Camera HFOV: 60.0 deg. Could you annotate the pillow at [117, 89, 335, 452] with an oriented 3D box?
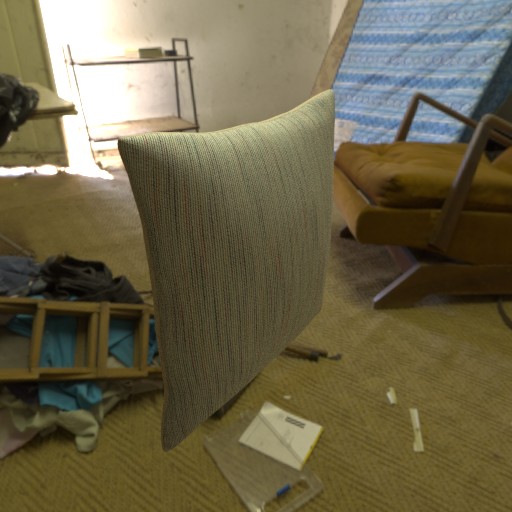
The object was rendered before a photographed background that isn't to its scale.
[{"bbox_3d":[0.000,0.000,0.784,0.178,0.506,0.512,19,33,32],"label":"pillow"}]
